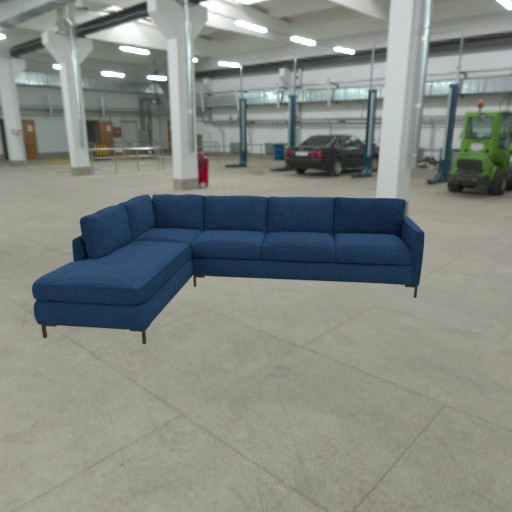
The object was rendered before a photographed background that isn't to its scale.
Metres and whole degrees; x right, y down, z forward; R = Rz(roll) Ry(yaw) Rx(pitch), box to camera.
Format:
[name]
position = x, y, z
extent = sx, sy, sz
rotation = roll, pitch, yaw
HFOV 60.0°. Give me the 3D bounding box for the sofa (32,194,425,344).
[sofa]
position = 0.000, 0.000, 3.854
extent = 2.949, 0.815, 2.007
rotation = 2, 16, 7
